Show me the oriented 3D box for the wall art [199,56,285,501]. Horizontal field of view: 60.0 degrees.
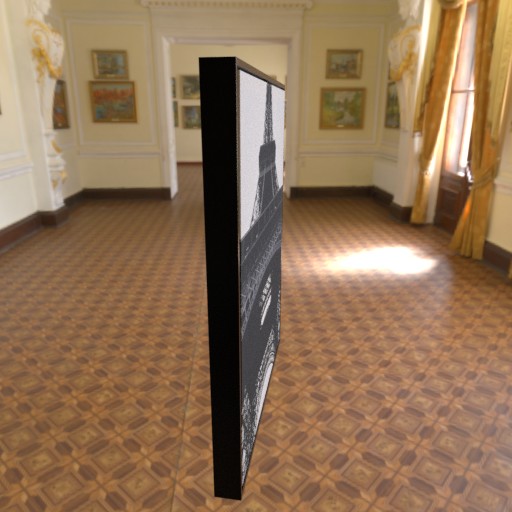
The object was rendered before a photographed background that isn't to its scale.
[{"bbox_3d":[0.000,0.000,0.731,0.039,0.553,0.451,3,18,9],"label":"wall art"}]
